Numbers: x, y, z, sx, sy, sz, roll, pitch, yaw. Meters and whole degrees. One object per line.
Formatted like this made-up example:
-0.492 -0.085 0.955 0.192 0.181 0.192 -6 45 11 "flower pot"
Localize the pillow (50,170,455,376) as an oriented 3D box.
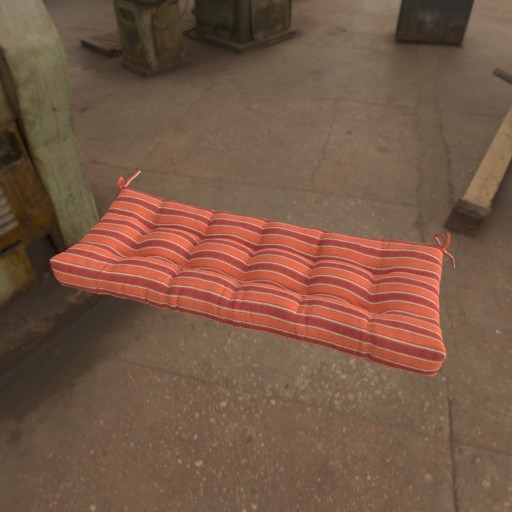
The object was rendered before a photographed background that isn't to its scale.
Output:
0.000 0.000 1.373 1.194 0.174 0.511 12 44 13 "pillow"
